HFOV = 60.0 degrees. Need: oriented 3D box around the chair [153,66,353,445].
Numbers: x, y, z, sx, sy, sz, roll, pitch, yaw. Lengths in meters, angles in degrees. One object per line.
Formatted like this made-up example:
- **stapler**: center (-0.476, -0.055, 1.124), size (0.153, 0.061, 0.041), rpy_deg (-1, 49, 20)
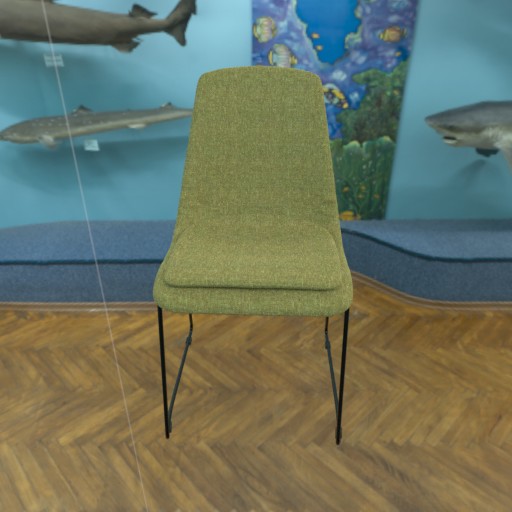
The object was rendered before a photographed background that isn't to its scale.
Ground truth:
- **chair**: center (0.000, 0.000, 1.136), size (0.479, 0.849, 0.496), rpy_deg (1, 30, 2)
